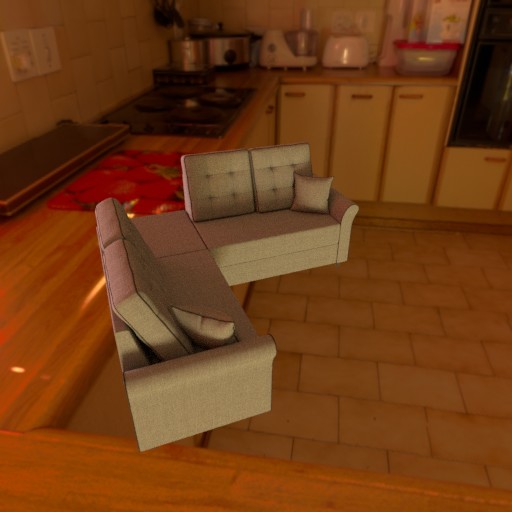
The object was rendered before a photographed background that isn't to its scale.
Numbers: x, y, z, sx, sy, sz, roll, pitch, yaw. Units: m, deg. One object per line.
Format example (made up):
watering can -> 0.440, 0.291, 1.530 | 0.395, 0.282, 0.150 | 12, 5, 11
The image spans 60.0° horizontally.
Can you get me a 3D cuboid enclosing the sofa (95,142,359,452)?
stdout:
sofa -> 0.000, 0.000, 3.203 | 2.070, 0.988, 2.068 | -11, 33, -18
